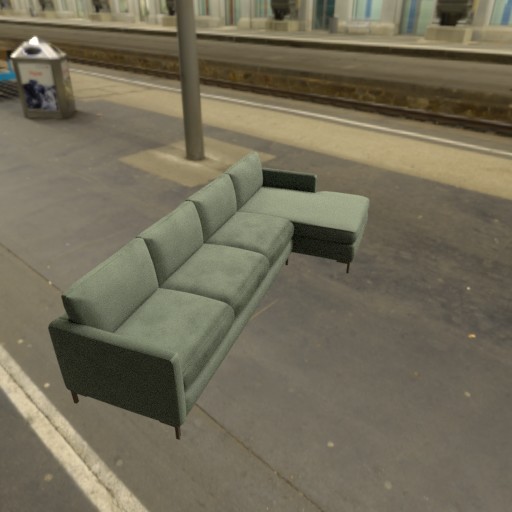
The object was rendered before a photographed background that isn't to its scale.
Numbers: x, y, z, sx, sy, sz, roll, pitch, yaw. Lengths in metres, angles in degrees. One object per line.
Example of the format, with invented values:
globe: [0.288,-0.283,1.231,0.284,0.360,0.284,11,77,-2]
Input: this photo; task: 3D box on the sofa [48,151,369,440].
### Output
sofa: [0.000,0.000,3.222,1.255,0.756,2.725,11,32,18]
